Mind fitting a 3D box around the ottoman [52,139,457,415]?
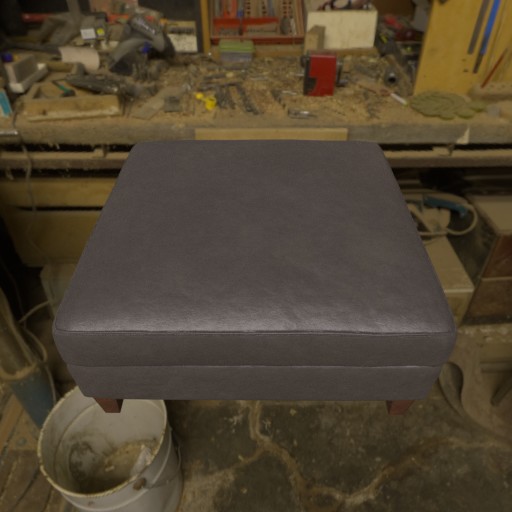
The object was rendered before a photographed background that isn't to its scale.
[{"bbox_3d":[0.000,0.000,1.272,0.844,0.415,0.836,0,41,0],"label":"ottoman"}]
